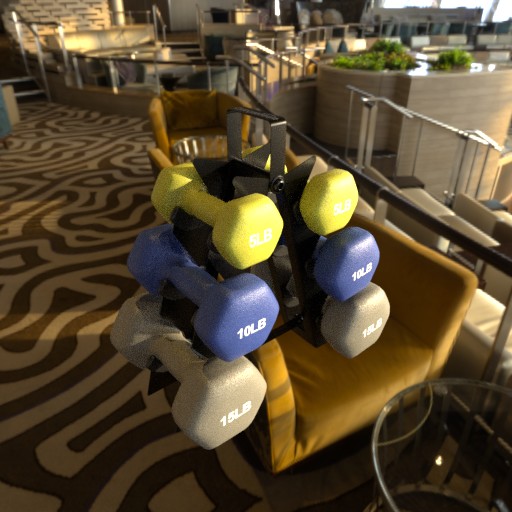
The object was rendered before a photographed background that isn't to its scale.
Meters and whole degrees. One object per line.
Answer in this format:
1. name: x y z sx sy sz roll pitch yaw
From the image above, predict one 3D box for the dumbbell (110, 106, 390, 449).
1. dumbbell: 0.000 0.000 0.676 0.416 0.426 0.261 -22 37 -33
